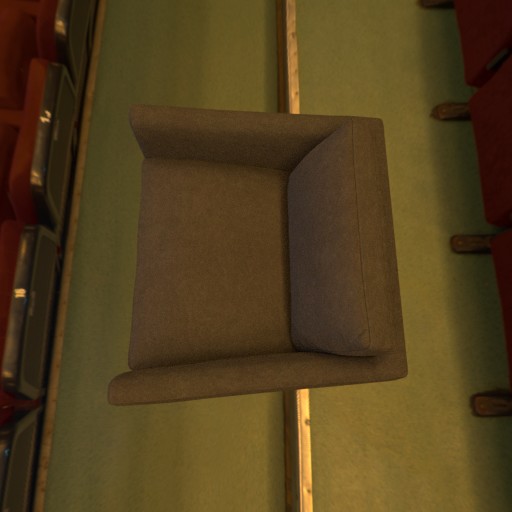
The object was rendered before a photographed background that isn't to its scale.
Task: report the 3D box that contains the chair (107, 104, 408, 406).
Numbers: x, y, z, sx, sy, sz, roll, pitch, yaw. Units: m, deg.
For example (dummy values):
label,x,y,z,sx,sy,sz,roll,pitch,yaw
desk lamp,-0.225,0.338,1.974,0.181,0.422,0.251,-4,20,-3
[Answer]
label,x,y,z,sx,sy,sz,roll,pitch,yaw
chair,0.000,0.000,1.915,1.091,0.845,1.190,-1,74,0
